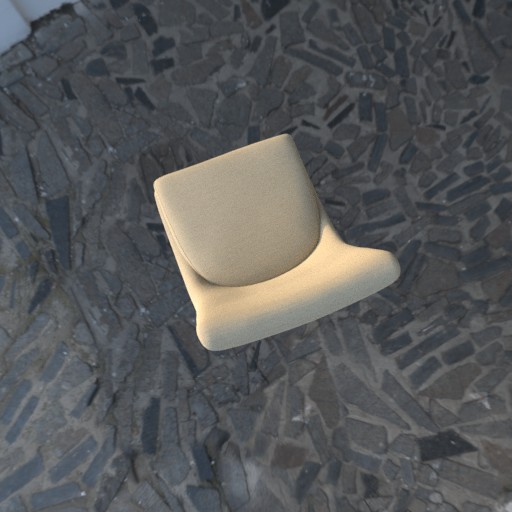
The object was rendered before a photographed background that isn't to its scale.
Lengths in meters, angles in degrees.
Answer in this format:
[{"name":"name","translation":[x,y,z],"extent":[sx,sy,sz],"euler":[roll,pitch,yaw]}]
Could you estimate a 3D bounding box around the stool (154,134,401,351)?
[{"name":"stool","translation":[0.000,0.000,1.415],"extent":[0.470,1.078,0.577],"euler":[-20,76,-5]}]
